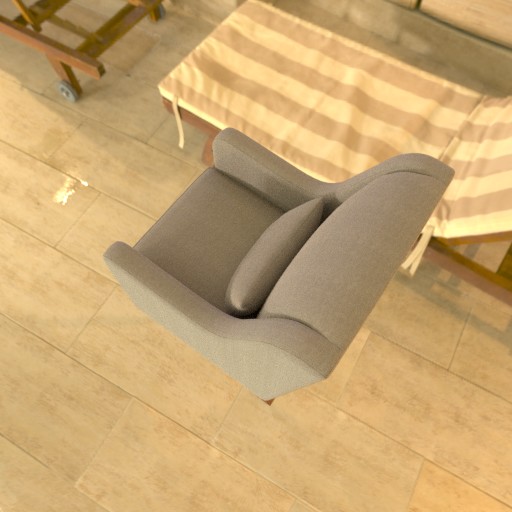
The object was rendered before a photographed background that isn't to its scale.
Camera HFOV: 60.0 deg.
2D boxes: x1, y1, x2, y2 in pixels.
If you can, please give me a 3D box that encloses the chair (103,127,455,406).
[{"bbox_3d":[0.000,0.000,1.642,0.890,1.017,0.715,32,68,15],"label":"chair"}]
